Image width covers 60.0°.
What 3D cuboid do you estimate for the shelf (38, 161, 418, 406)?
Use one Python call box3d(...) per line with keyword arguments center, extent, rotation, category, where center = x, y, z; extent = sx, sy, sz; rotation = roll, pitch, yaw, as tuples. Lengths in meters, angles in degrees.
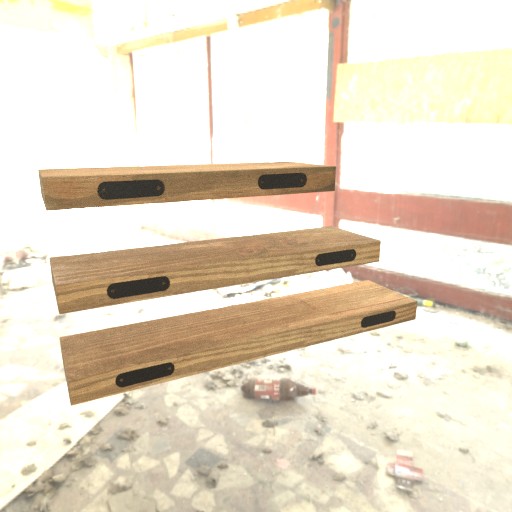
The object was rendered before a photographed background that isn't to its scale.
box3d(center=(0.000, 0.000, 0.728), extent=(0.610, 0.293, 0.140), rotation=(-8, 17, -26), category="shelf")
